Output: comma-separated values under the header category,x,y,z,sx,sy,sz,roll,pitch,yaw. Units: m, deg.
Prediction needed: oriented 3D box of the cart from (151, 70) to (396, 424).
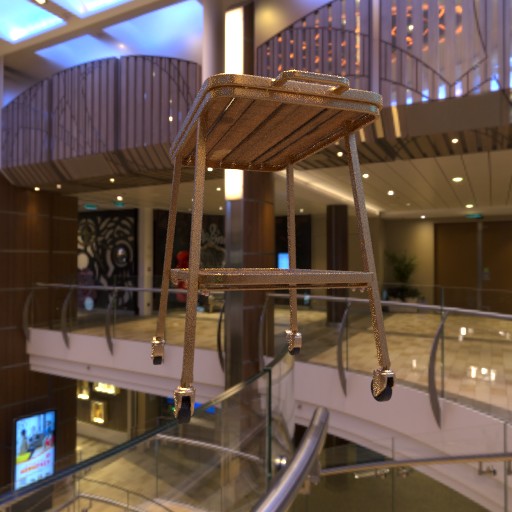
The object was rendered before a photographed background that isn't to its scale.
category,x,y,z,sx,sy,sz,roll,pitch,yaw
cart,0.000,0.000,1.231,0.524,0.700,0.806,0,-1,-18
